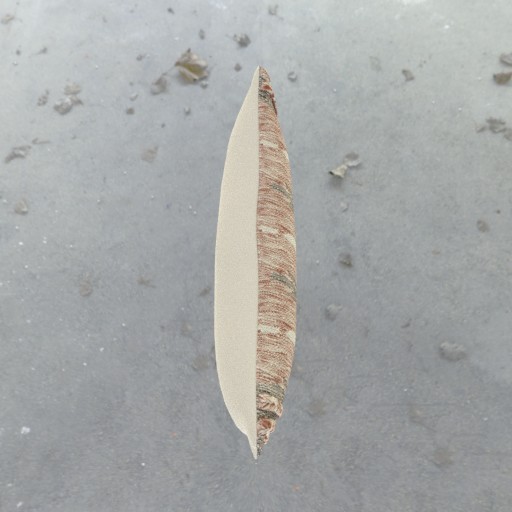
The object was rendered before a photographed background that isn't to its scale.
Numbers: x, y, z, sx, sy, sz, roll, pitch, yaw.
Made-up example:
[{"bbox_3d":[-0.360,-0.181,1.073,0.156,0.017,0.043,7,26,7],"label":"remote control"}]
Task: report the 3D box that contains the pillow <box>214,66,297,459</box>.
[{"bbox_3d":[0.000,0.000,0.764,0.139,0.282,0.635,0,65,0],"label":"pillow"}]
